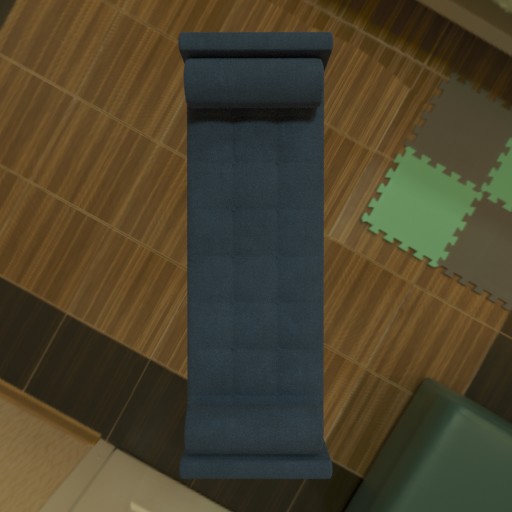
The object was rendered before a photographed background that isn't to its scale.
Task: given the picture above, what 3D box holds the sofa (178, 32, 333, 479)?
[{"bbox_3d":[0.000,0.000,2.254,0.686,0.635,1.981,0,91,0],"label":"sofa"}]
